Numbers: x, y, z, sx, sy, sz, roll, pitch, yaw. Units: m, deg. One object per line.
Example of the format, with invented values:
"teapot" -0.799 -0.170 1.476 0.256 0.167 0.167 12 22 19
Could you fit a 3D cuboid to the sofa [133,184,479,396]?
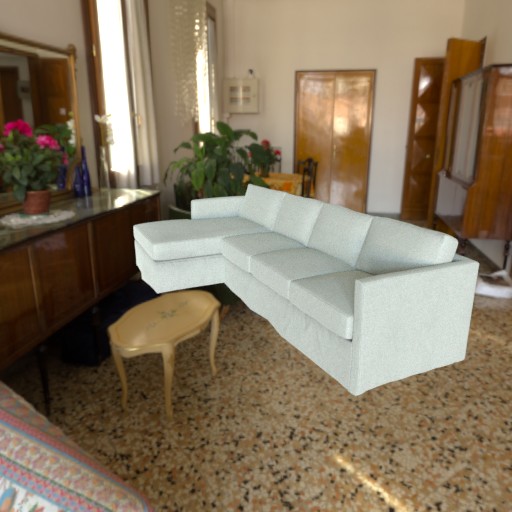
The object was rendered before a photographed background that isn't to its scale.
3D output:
"sofa" 0.000 0.000 3.930 1.650 0.922 3.205 -8 18 -24
